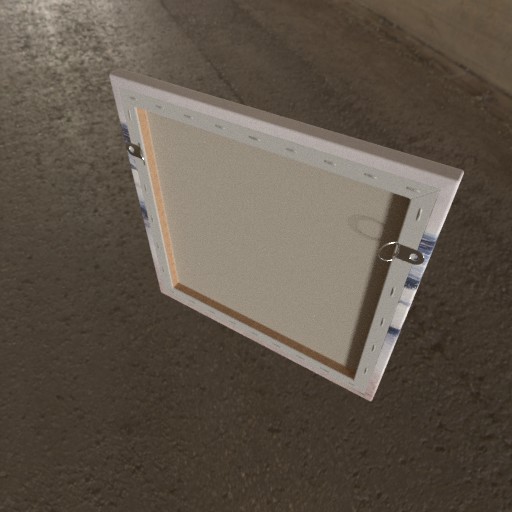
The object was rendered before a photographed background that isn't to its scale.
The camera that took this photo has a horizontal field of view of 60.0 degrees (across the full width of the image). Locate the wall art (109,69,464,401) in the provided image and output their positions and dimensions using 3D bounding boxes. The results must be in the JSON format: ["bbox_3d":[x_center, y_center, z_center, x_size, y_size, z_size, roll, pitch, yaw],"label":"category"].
[{"bbox_3d":[0.000,0.000,1.103,0.755,0.747,0.065,24,50,21],"label":"wall art"}]
